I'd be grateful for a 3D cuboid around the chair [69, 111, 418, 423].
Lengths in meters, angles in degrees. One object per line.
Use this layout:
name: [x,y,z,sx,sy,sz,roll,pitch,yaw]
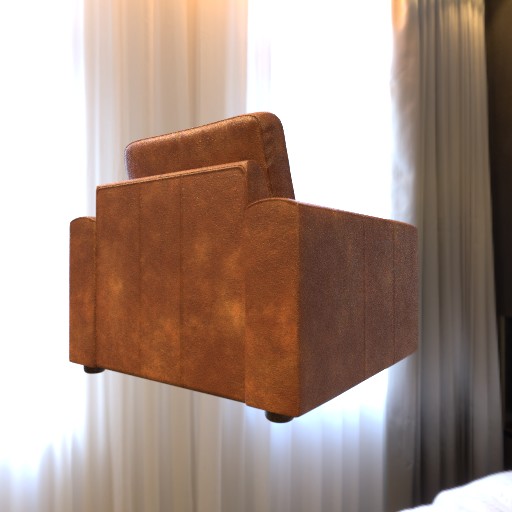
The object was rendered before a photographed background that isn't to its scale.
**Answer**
chair: [0.000,0.000,1.765,1.005,0.873,1.016,0,0,36]
